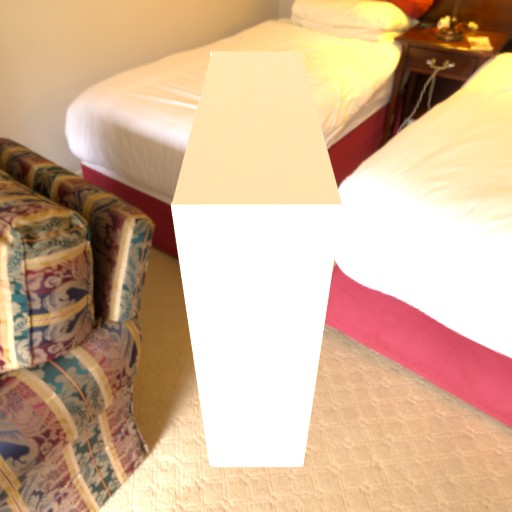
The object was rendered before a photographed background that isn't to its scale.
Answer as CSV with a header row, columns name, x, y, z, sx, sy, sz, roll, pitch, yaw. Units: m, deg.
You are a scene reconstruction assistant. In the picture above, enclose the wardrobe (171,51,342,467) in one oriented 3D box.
name,x,y,z,sx,sy,sz,roll,pitch,yaw
wardrobe,0.000,0.000,2.904,0.600,2.020,1.830,0,40,0
